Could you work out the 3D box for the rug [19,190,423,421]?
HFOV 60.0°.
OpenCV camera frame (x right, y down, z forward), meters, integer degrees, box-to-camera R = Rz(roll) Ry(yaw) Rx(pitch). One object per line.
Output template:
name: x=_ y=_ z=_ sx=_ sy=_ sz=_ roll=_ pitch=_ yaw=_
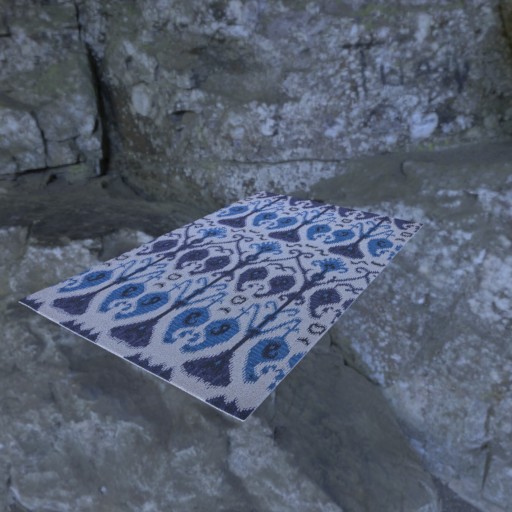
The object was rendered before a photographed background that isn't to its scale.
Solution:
rug: x=0.000 y=0.000 z=2.067 sx=1.072 sy=0.013 sz=1.698 roll=16 pitch=30 yaw=30
